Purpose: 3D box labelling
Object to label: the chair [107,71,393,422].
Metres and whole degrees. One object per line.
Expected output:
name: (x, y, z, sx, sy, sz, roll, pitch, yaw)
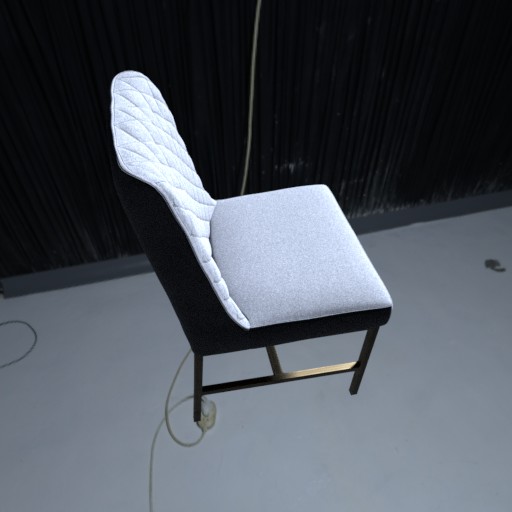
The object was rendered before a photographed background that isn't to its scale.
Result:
chair: (0.000, 0.000, 1.197, 0.587, 0.889, 0.508, -9, 46, -9)
